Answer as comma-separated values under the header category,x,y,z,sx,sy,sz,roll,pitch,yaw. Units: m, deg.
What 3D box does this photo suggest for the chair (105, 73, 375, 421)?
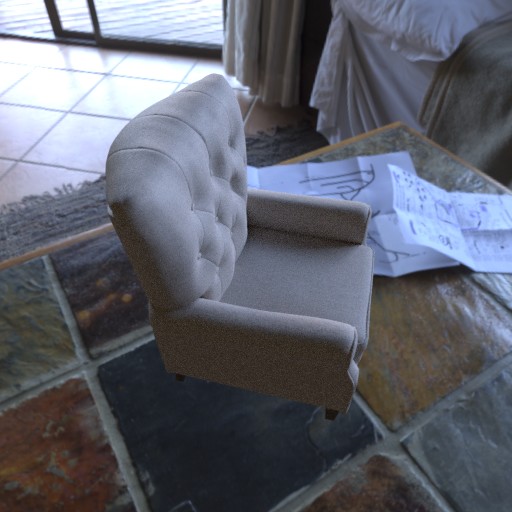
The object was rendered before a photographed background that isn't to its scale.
category,x,y,z,sx,sy,sz,roll,pitch,yaw
chair,0.000,0.000,1.909,1.025,1.209,0.942,10,47,10
